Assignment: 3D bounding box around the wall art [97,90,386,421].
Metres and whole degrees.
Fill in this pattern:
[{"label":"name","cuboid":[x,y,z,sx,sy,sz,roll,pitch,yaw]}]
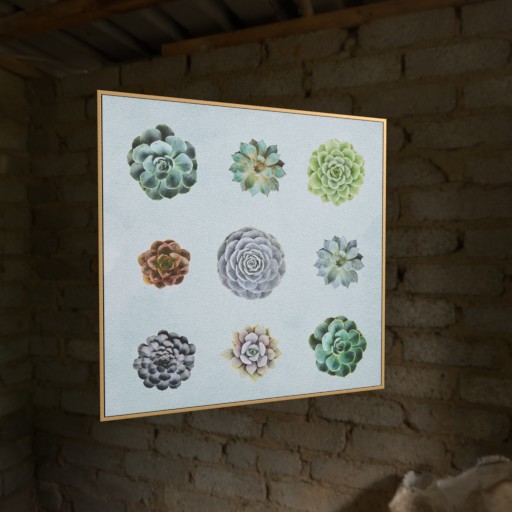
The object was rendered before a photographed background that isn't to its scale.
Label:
[{"label":"wall art","cuboid":[0.000,0.000,0.983,0.657,0.655,0.014,0,2,-18]}]
